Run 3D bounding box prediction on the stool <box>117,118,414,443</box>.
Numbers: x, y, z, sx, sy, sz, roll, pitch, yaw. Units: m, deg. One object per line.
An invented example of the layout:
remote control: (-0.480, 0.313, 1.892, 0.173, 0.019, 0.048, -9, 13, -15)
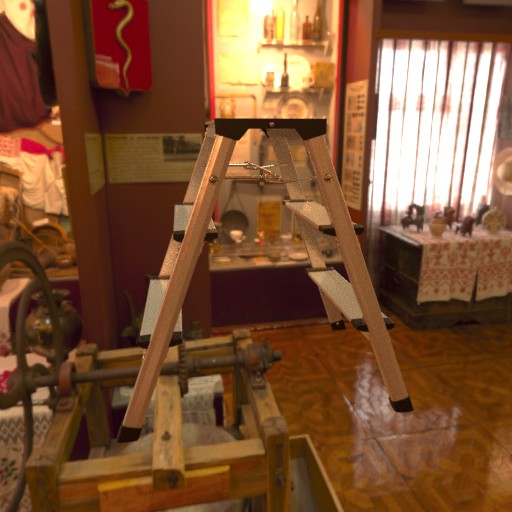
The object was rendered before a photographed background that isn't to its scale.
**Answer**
stool: (0.000, 0.000, 1.031, 0.622, 0.605, 0.437, -3, 16, -9)
